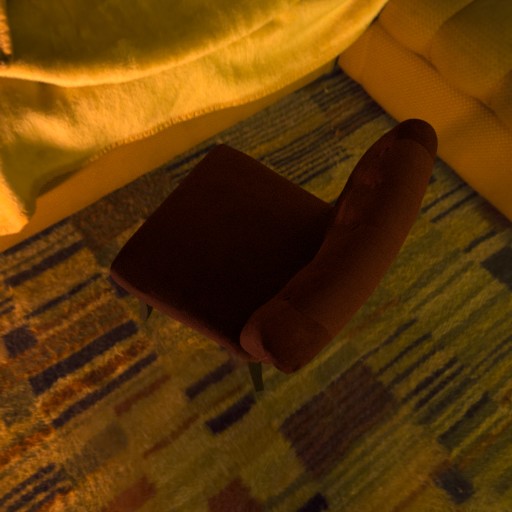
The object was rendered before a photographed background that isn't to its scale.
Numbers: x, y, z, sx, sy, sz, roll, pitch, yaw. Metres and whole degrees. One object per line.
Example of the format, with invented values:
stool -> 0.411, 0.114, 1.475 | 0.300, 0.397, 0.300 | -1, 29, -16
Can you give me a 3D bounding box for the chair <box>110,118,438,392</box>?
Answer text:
chair -> 0.000, 0.000, 1.160 | 0.605, 0.750, 0.582 | 30, 67, 15
